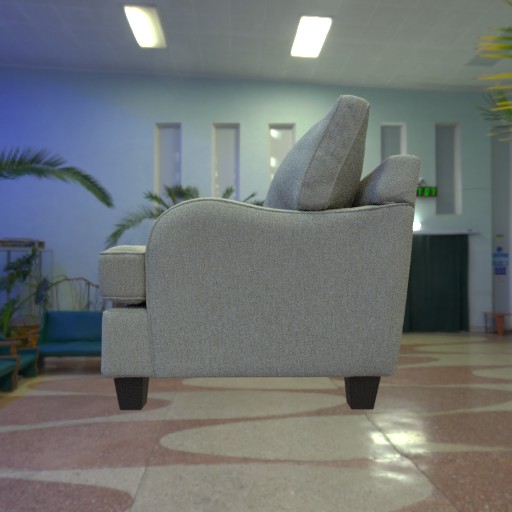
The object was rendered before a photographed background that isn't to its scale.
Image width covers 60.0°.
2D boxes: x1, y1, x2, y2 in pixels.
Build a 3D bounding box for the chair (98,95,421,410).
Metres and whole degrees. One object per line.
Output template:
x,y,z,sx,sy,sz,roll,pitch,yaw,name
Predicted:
0.000,0.000,1.977,1.041,1.016,1.220,0,-1,0,chair
